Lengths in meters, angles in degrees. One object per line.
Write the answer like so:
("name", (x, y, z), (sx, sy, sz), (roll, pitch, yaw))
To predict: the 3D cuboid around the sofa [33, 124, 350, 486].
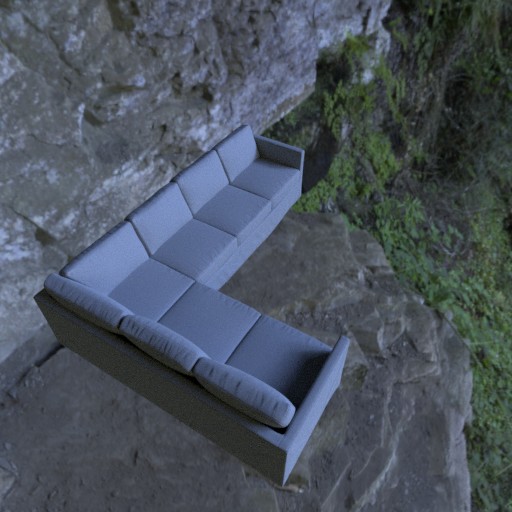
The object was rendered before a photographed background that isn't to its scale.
("sofa", (0.000, 0.000, 4.347), (2.432, 0.871, 3.182), (24, 50, 21))
